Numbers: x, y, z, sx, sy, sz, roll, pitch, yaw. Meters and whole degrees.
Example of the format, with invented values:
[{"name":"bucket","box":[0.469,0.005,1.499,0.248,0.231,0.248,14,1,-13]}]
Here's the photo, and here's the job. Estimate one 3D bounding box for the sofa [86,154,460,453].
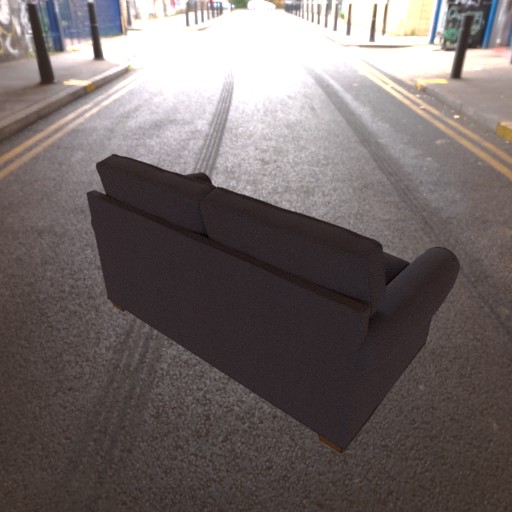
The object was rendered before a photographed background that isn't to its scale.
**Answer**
[{"name":"sofa","box":[0.000,0.000,2.540,2.009,1.031,0.951,23,37,34]}]
